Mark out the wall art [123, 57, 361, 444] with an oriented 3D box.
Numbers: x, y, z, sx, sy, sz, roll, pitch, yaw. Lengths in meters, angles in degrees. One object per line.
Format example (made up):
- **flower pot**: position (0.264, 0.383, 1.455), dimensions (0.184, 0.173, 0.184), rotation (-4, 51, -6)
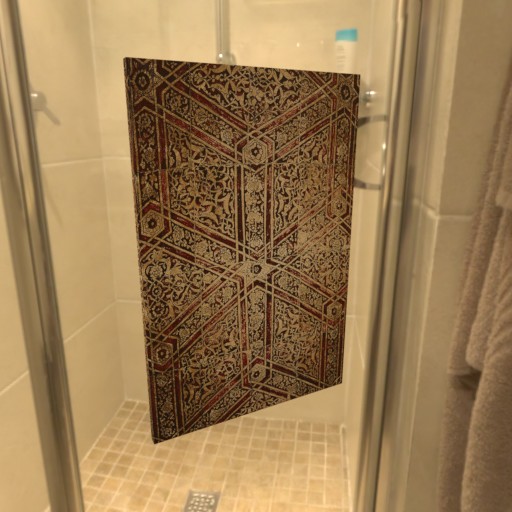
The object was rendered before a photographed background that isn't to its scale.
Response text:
- **wall art**: position (0.000, 0.000, 0.760), dimensions (0.397, 0.599, 0.020), rotation (-8, 18, -27)
